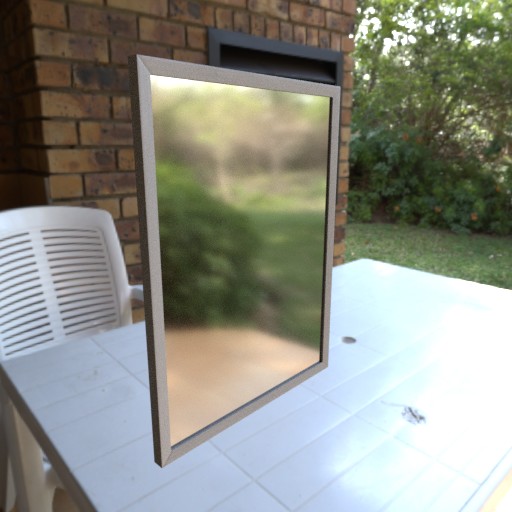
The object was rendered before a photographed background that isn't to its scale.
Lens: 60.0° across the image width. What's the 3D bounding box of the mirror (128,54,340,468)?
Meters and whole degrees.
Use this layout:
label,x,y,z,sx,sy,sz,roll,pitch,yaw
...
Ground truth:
label,x,y,z,sx,sy,sz,roll,pitch,yaw
mirror,0.000,0.000,1.330,0.040,1.016,0.762,13,19,42
